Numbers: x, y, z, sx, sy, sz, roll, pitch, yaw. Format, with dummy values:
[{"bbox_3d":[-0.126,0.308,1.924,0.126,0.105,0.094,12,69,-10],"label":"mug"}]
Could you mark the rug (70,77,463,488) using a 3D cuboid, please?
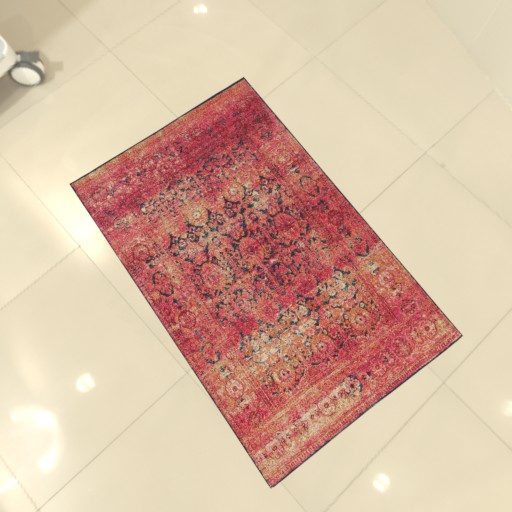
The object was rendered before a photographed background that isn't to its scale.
[{"bbox_3d":[0.000,0.000,3.017,1.539,0.018,2.449,-35,77,-10],"label":"rug"}]
